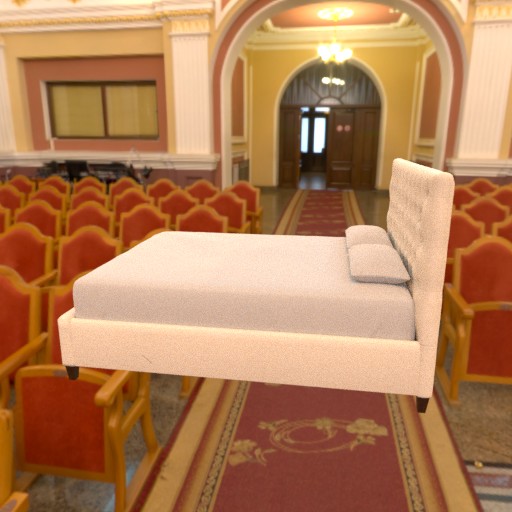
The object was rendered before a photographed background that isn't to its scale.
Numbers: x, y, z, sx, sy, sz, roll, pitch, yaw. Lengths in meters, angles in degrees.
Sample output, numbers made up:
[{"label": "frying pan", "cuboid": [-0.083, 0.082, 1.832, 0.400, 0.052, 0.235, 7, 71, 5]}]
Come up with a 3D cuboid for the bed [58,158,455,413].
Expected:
[{"label": "bed", "cuboid": [0.000, 0.000, 3.441, 2.387, 1.427, 1.698, 2, 15, 9]}]
